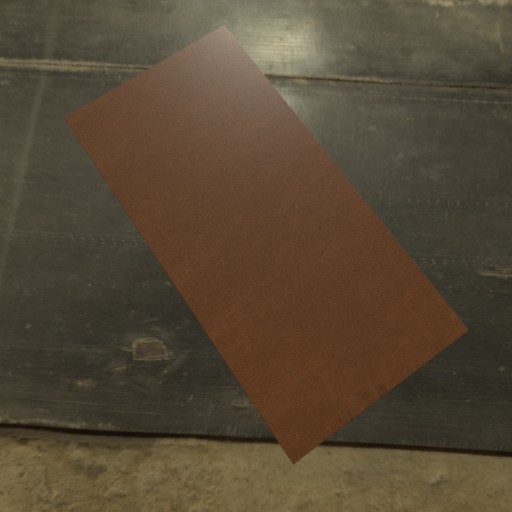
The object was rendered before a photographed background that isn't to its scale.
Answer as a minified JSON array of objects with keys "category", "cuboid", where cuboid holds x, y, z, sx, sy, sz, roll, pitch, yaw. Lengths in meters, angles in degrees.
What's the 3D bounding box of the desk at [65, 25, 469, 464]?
[{"category":"desk","cuboid":[0.000,0.000,1.387,0.510,0.758,0.949,-34,79,-8]}]
